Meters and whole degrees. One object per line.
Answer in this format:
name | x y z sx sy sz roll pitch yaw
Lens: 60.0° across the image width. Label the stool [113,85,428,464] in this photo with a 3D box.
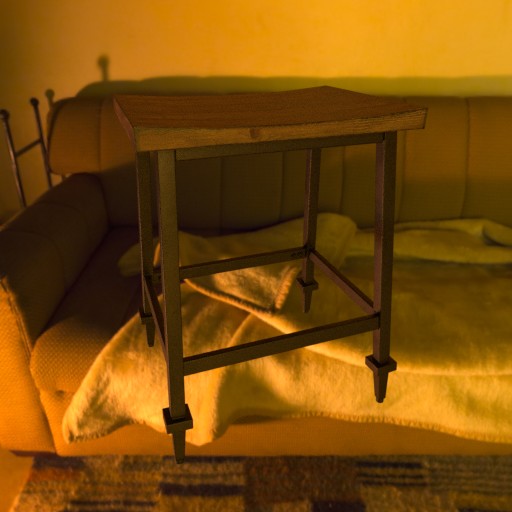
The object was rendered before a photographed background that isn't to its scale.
stool | 0.000 0.000 0.934 0.486 0.625 0.405 -9 28 -18
